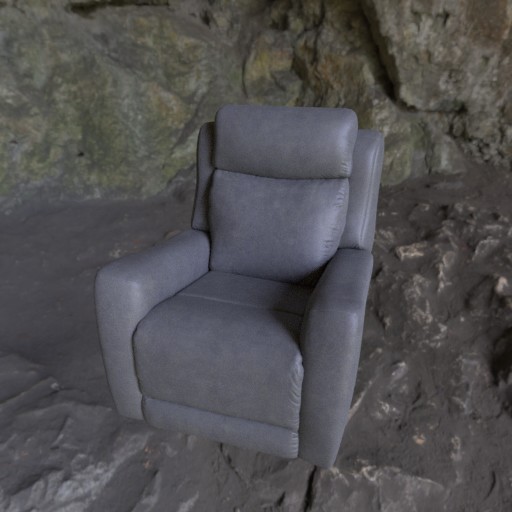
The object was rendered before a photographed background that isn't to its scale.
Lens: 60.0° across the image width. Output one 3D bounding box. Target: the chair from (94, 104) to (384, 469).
[{"bbox_3d":[0.000,0.000,1.870,0.967,1.116,1.068,8,26,16],"label":"chair"}]
